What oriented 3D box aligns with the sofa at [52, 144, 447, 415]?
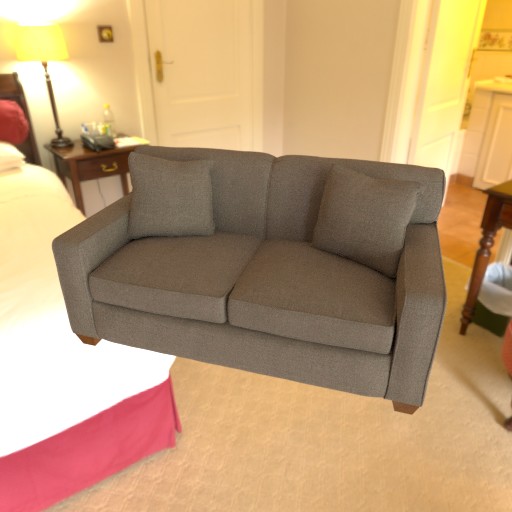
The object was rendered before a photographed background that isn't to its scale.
[{"bbox_3d":[0.000,0.000,2.403,1.846,0.958,1.000,8,29,15],"label":"sofa"}]
